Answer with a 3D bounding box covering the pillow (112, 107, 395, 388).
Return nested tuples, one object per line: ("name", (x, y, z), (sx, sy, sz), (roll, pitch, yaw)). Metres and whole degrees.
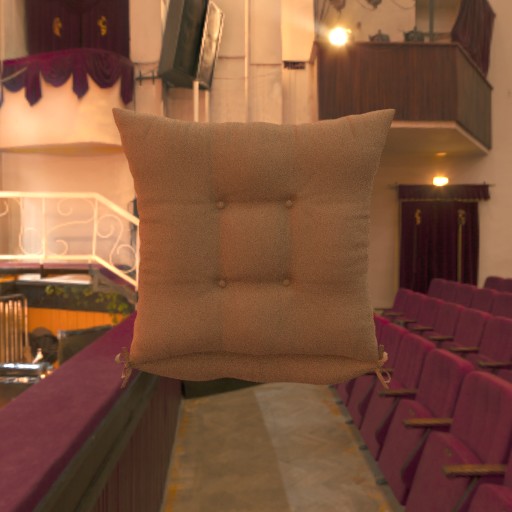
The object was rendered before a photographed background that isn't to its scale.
("pillow", (0.000, 0.000, 1.033), (0.541, 0.536, 0.585), (0, 1, 1))
